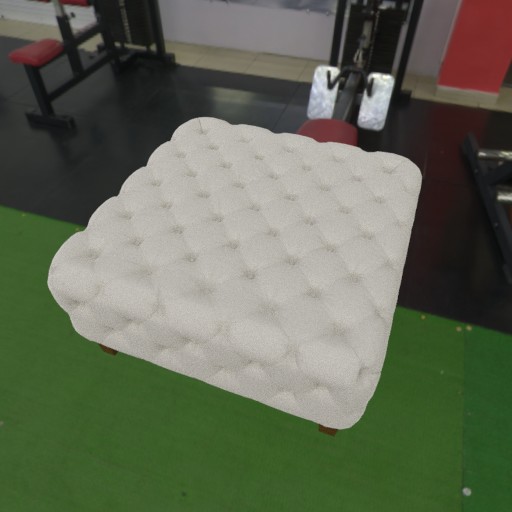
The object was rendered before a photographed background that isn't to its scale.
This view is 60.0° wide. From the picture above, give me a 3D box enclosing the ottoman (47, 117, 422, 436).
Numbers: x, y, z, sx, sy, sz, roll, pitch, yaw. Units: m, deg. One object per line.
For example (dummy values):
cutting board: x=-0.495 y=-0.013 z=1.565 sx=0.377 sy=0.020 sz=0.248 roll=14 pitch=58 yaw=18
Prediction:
ottoman: x=0.000 y=0.000 z=1.224 sx=0.753 sy=0.376 sz=0.755 roll=16 pitch=48 yaw=15
